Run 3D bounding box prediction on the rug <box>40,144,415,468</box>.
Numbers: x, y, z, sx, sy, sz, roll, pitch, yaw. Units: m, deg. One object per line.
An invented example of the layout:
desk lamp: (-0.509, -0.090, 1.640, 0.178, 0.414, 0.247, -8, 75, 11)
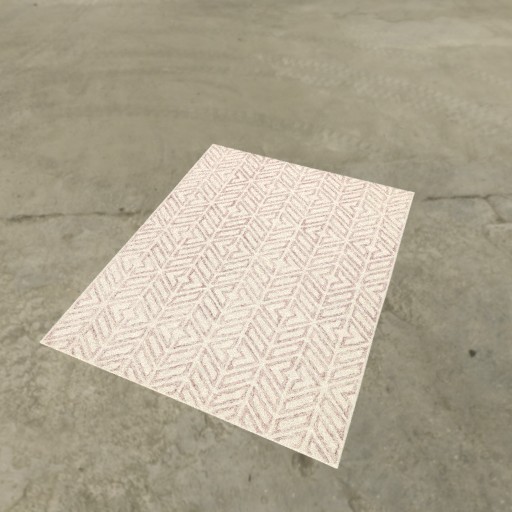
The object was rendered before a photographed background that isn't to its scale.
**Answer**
rug: (0.000, 0.000, 4.128, 2.421, 0.008, 3.045, 17, 49, 15)
